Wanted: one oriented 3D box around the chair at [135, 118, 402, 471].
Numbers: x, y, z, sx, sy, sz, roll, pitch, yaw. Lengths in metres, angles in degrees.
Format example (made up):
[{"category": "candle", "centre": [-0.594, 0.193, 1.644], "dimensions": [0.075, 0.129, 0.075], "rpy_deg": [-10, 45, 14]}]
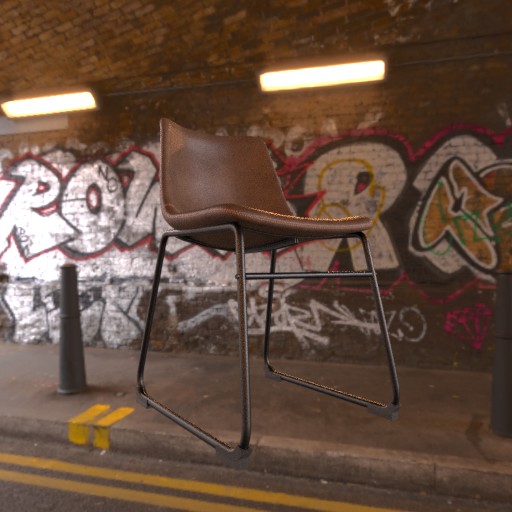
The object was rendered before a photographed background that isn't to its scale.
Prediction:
[{"category": "chair", "centre": [0.000, 0.000, 1.143], "dimensions": [0.460, 0.780, 0.551], "rpy_deg": [1, -1, -36]}]
